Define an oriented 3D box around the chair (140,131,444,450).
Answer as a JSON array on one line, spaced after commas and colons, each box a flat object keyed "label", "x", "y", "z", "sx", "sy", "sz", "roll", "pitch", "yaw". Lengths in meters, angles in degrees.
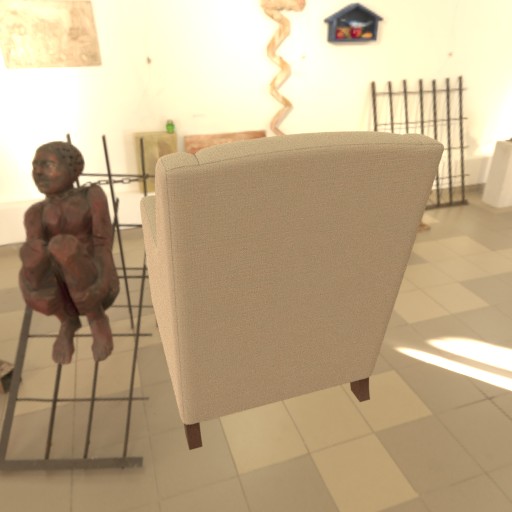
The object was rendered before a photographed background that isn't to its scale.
[{"label": "chair", "x": 0.000, "y": 0.000, "z": 1.595, "sx": 0.715, "sy": 1.017, "sz": 0.896, "roll": -9, "pitch": 29, "yaw": -17}]
